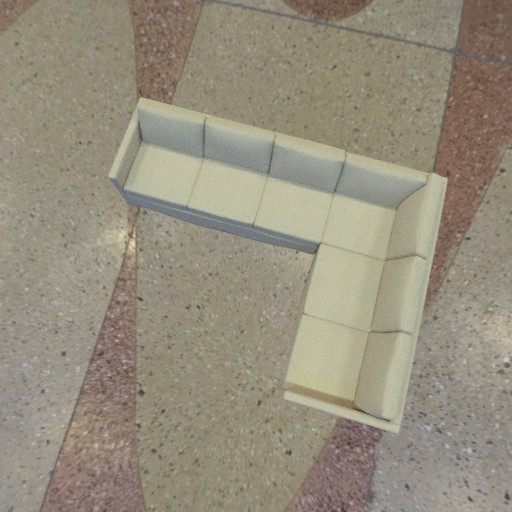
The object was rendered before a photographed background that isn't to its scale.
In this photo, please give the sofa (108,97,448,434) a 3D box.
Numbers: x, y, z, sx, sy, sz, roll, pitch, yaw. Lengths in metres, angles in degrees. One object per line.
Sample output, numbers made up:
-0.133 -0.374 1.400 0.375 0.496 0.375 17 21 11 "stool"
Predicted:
0.000 0.000 4.329 3.182 0.871 2.432 16 76 4 "sofa"
